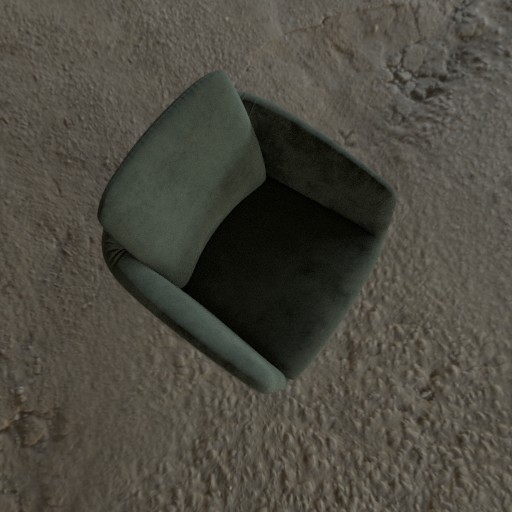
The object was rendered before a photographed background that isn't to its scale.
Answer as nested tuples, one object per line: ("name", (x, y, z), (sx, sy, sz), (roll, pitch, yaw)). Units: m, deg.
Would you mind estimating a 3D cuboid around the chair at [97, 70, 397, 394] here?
("chair", (0.000, 0.000, 1.357), (0.635, 0.908, 0.641), (34, 78, 8))
